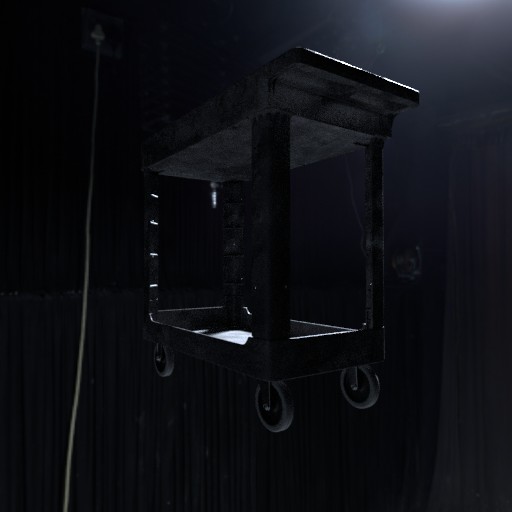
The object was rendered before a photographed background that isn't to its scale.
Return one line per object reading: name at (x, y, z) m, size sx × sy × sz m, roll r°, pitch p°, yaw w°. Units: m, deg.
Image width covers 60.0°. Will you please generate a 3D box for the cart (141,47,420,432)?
cart at (0.000, 0.000, 1.351) m, size 0.420 × 0.824 × 0.877 m, roll 1°, pitch -2°, yaw -35°
